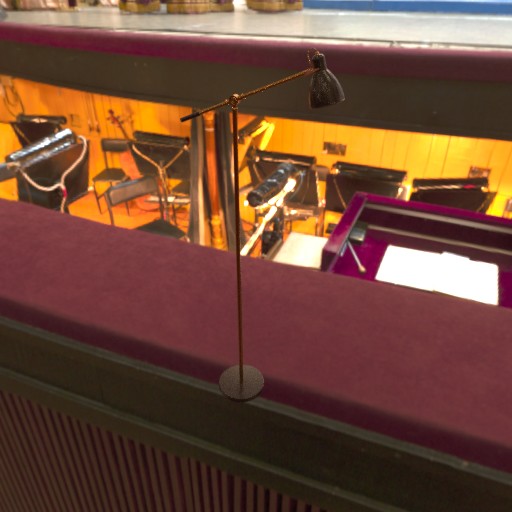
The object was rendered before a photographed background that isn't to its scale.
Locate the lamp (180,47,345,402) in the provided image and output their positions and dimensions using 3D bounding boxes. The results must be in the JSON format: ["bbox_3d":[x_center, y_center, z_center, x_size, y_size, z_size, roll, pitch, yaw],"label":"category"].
[{"bbox_3d":[0.000,0.000,1.885,0.618,1.628,0.235,12,33,18],"label":"lamp"}]
